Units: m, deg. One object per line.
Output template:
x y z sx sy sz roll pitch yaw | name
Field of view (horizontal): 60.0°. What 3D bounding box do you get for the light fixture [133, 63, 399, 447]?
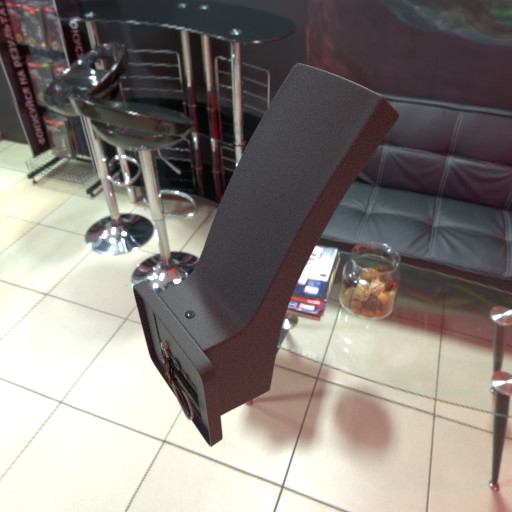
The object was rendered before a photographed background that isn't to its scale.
0.000 0.000 0.338 0.174 0.243 0.108 -26 47 -27 | light fixture
